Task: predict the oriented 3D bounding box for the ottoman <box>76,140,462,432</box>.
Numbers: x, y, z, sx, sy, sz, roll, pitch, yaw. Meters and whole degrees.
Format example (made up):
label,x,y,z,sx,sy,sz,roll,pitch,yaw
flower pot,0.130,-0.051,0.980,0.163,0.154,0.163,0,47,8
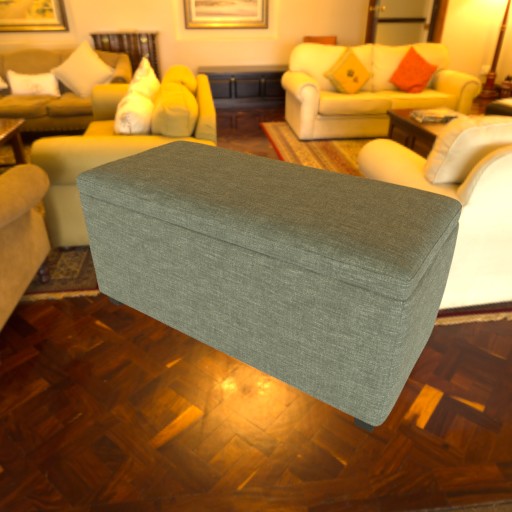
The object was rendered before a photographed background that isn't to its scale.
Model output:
label,x,y,z,sx,sy,sz,roll,pitch,yaw
ottoman,0.000,0.000,1.174,0.902,0.432,0.419,19,35,29
